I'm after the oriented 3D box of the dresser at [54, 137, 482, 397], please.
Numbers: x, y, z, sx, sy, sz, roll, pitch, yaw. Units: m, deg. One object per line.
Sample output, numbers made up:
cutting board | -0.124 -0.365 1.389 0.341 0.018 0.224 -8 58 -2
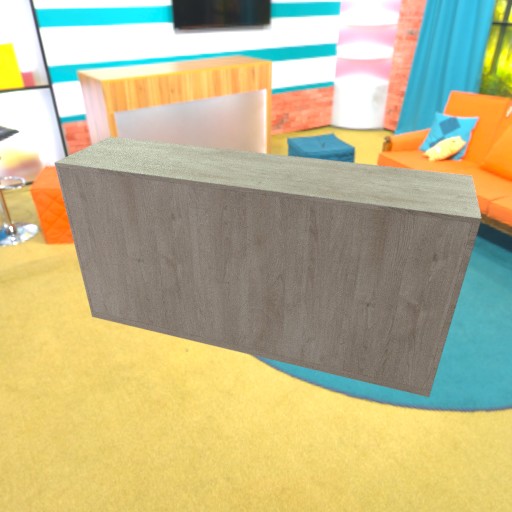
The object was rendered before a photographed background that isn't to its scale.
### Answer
dresser | 0.000 0.000 1.932 1.590 0.795 0.390 10 33 16
